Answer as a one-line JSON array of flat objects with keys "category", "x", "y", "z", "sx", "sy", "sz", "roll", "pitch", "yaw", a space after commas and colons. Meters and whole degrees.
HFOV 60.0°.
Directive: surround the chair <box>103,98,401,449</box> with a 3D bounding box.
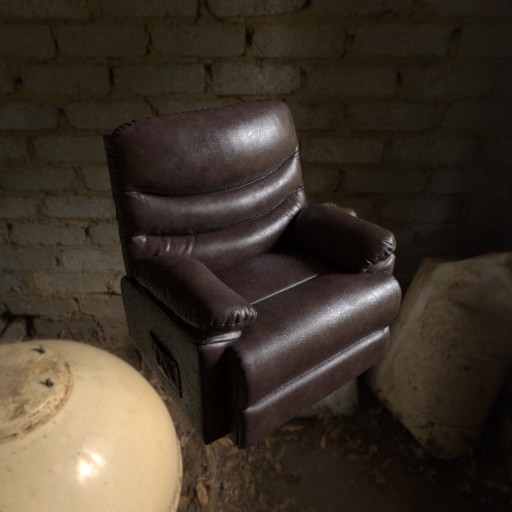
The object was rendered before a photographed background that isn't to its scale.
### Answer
[{"category": "chair", "x": 0.000, "y": 0.000, "z": 1.750, "sx": 0.940, "sy": 1.041, "sz": 0.879, "roll": -21, "pitch": 36, "yaw": -31}]
